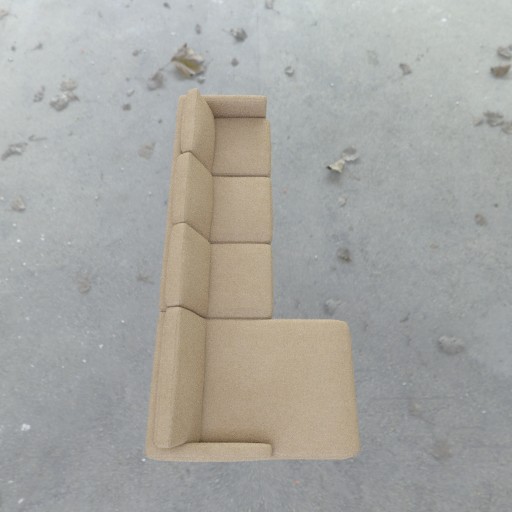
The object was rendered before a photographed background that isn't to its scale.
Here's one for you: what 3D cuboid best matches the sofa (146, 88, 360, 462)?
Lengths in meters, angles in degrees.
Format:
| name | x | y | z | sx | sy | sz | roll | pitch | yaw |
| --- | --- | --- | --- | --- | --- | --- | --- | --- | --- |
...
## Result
| name | x | y | z | sx | sy | sz | roll | pitch | yaw |
| --- | --- | --- | --- | --- | --- | --- | --- | --- | --- |
| sofa | 0.000 | 0.000 | 3.801 | 1.502 | 0.876 | 3.201 | 0 | 66 | 0 |
